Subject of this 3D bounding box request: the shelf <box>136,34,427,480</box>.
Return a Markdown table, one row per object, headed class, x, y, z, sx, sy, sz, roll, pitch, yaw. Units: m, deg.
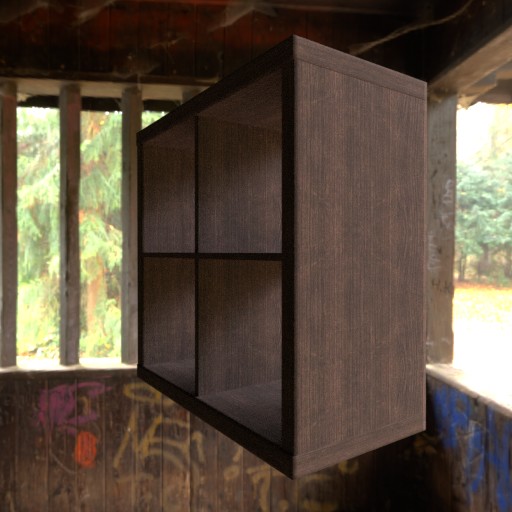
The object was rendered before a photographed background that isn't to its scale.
| class | x | y | z | sx | sy | sz | roll | pitch | yaw |
| --- | --- | --- | --- | --- | --- | --- | --- | --- | --- |
| shelf | 0.000 | 0.000 | 1.217 | 0.390 | 0.786 | 0.790 | 0 | 1 | -35 |
